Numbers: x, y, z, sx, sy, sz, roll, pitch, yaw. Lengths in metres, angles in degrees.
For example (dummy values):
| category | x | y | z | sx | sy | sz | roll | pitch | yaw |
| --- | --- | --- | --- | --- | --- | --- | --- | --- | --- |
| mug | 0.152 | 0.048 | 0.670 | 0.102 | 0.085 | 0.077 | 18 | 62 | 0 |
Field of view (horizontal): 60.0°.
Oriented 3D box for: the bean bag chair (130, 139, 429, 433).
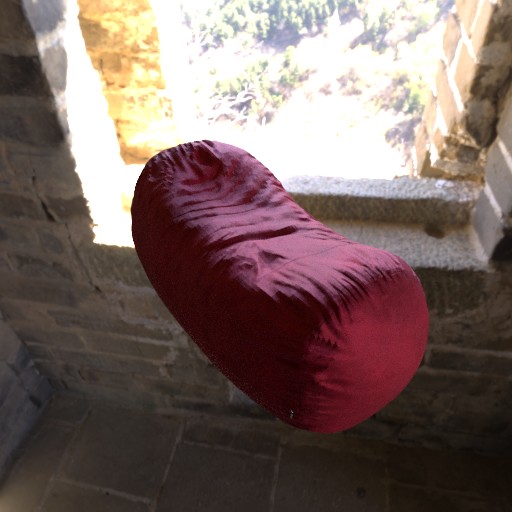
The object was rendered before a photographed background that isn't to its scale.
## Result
| category | x | y | z | sx | sy | sz | roll | pitch | yaw |
| --- | --- | --- | --- | --- | --- | --- | --- | --- | --- |
| bean bag chair | 0.000 | 0.000 | 2.813 | 1.216 | 0.867 | 2.293 | -26 | 48 | -26 |
